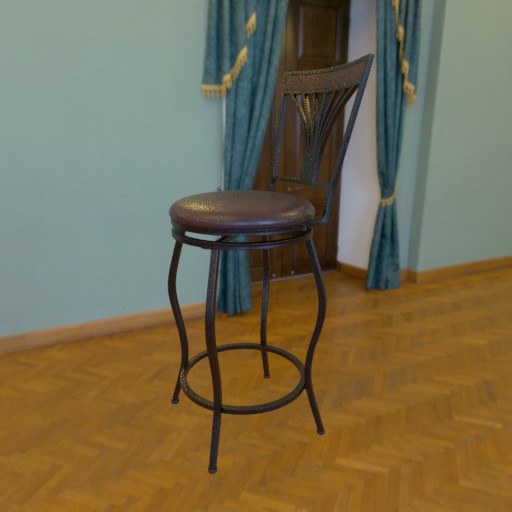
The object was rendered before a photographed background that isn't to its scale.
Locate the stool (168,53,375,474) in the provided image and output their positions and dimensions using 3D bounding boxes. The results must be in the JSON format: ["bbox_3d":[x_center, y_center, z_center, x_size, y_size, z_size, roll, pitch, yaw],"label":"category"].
[{"bbox_3d":[0.000,0.000,1.363,0.514,1.117,0.433,-8,18,-25],"label":"stool"}]
